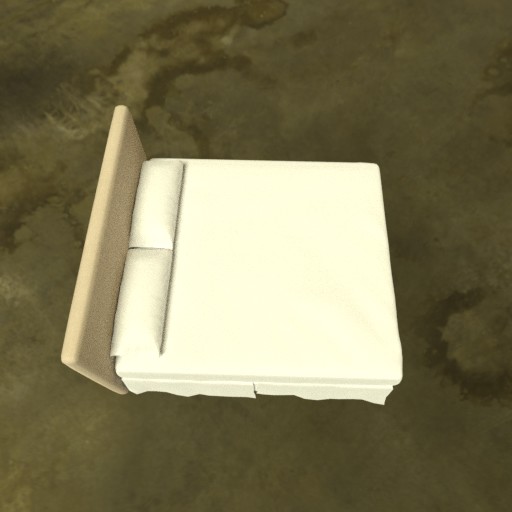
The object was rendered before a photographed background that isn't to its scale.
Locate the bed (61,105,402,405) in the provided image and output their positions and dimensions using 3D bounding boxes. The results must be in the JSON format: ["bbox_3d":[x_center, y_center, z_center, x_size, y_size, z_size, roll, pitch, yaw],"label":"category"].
[{"bbox_3d":[0.000,0.000,3.639,2.319,1.317,2.119,1,64,1],"label":"bed"}]
